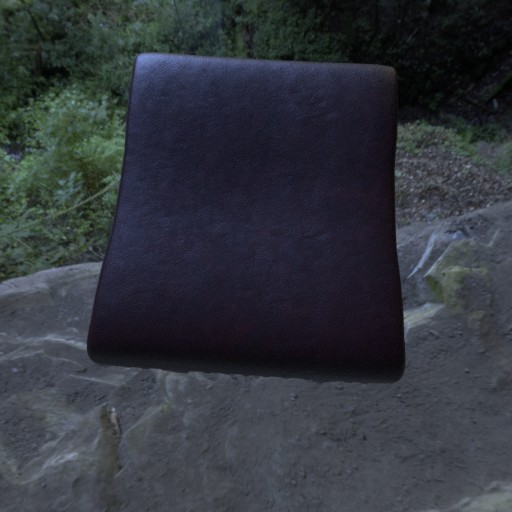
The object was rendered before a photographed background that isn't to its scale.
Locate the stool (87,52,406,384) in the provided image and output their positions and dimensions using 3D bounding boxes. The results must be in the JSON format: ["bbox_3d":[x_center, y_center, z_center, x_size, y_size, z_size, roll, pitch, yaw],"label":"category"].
[{"bbox_3d":[0.000,0.000,0.880,0.397,0.608,0.465,4,74,1],"label":"stool"}]
